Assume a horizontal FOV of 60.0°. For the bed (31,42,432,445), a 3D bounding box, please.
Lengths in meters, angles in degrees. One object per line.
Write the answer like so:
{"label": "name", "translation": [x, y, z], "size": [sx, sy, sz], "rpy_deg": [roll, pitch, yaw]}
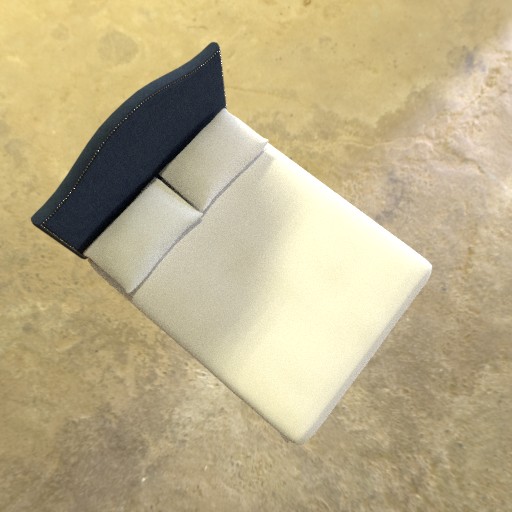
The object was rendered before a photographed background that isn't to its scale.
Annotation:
{"label": "bed", "translation": [0.000, 0.000, 3.116], "size": [2.153, 1.518, 1.713], "rpy_deg": [39, 78, 10]}
